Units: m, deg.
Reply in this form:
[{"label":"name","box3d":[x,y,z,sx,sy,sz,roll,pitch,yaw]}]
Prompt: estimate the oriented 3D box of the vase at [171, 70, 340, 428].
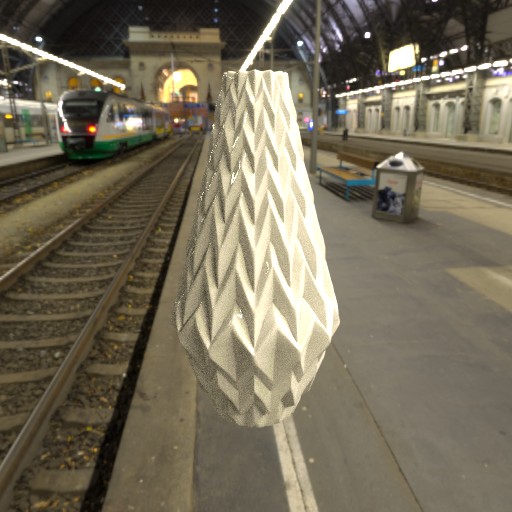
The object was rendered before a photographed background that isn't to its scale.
[{"label":"vase","box3d":[0.000,0.000,0.428,0.167,0.328,0.167,0,17,0]}]
